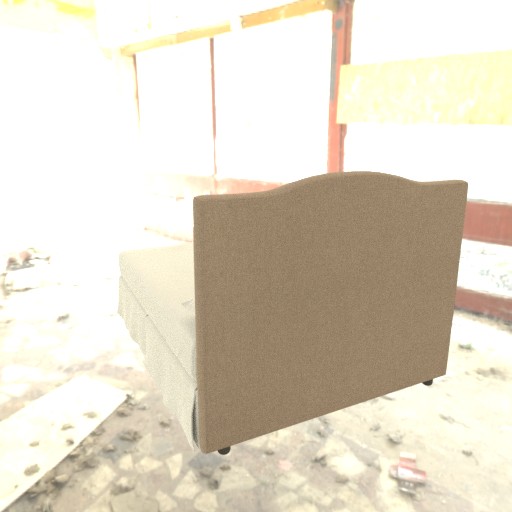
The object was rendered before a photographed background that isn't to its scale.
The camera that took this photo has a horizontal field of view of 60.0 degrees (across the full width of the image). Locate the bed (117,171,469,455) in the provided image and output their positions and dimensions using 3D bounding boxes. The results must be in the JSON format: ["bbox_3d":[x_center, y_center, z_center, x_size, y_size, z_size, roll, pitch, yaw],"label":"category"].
[{"bbox_3d":[0.000,0.000,3.408,1.821,1.436,2.282,-8,17,-26],"label":"bed"}]
